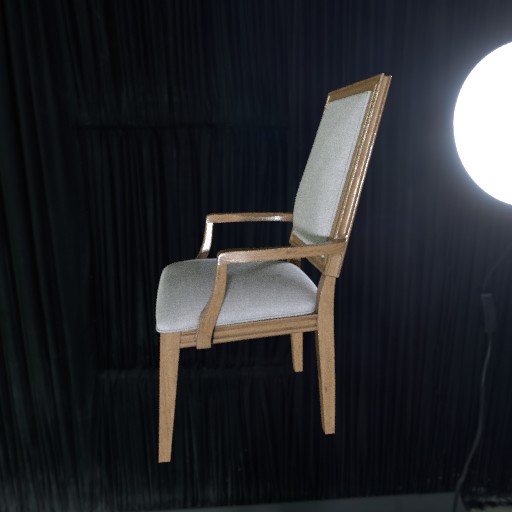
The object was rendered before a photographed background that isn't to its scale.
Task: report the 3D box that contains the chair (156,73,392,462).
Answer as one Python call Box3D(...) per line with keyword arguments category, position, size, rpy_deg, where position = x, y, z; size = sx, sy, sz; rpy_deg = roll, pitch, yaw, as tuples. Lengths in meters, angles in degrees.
Box3D(category="chair", position=(0.000, 0.000, 1.345), size=(0.602, 0.990, 0.606), rpy_deg=(-2, 14, -9))
